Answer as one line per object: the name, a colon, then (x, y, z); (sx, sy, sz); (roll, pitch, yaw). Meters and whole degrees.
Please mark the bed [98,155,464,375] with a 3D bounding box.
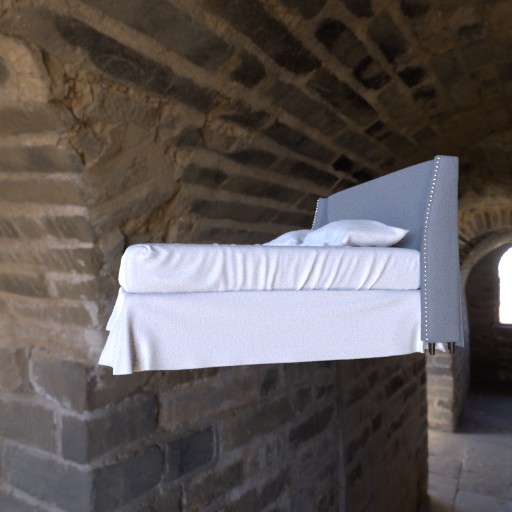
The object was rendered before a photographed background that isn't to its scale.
bed: (0.000, 0.000, 3.500); (2.276, 1.332, 1.925); (1, -2, -17)
